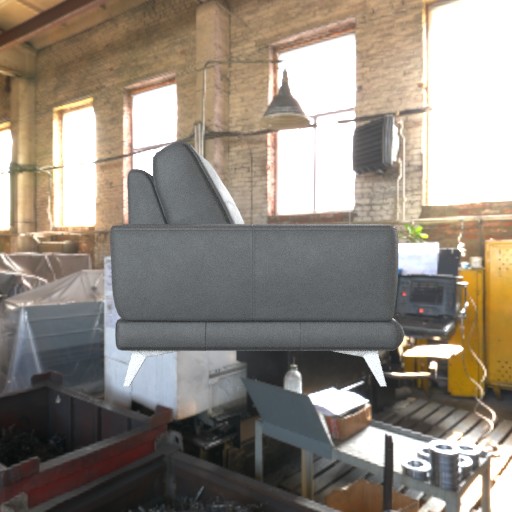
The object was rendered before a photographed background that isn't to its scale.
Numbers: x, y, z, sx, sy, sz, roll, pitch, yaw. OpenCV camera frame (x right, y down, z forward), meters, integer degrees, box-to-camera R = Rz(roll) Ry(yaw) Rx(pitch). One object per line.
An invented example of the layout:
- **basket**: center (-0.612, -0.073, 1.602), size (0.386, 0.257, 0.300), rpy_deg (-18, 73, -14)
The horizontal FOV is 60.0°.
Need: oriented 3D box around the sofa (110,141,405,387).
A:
- **sofa**: center (0.000, 0.000, 2.374), size (1.018, 0.907, 1.806), rpy_deg (0, 0, 0)
